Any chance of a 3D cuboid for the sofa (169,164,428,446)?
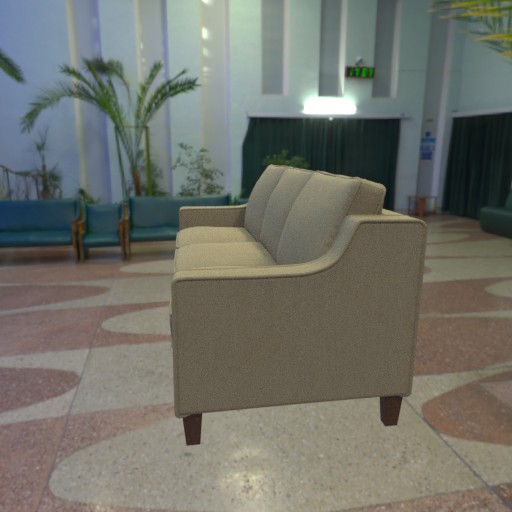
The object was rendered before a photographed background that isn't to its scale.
[{"bbox_3d":[0.000,0.000,2.503,0.911,0.974,1.986,-2,13,-9],"label":"sofa"}]
